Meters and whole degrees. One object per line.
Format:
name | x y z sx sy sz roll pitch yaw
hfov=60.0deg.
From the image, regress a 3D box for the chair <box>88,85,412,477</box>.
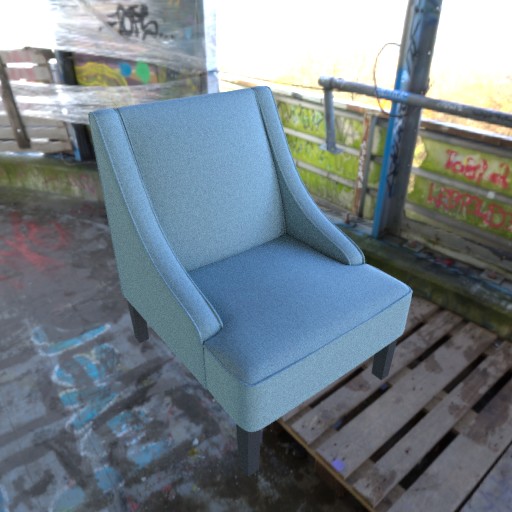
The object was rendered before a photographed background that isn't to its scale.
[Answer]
chair | 0.000 0.000 1.856 0.857 1.133 1.025 -22 37 -32
